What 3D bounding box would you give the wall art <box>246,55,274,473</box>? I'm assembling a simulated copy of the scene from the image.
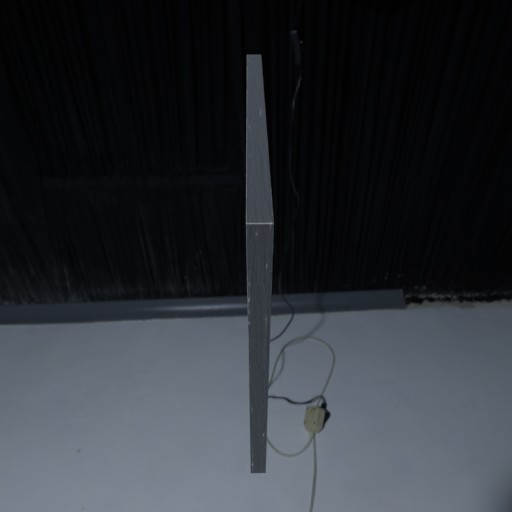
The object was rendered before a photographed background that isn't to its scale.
[{"bbox_3d":[0.000,0.000,1.137,0.037,0.761,0.761,-1,40,-1],"label":"wall art"}]
